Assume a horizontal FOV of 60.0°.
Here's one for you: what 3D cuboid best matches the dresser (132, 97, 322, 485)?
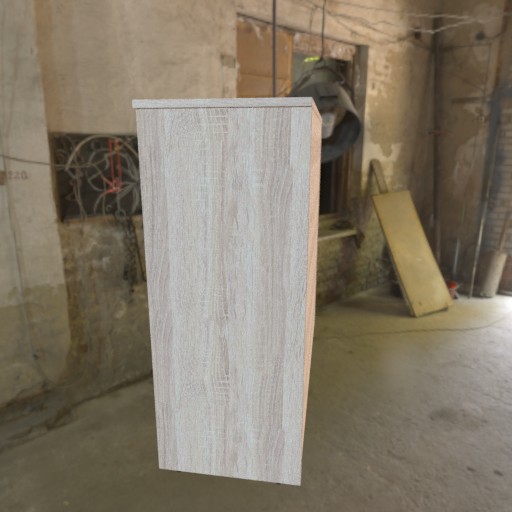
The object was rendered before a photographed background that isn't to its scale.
[{"bbox_3d":[0.000,0.000,1.462,0.380,0.900,0.980,2,15,9],"label":"dresser"}]
